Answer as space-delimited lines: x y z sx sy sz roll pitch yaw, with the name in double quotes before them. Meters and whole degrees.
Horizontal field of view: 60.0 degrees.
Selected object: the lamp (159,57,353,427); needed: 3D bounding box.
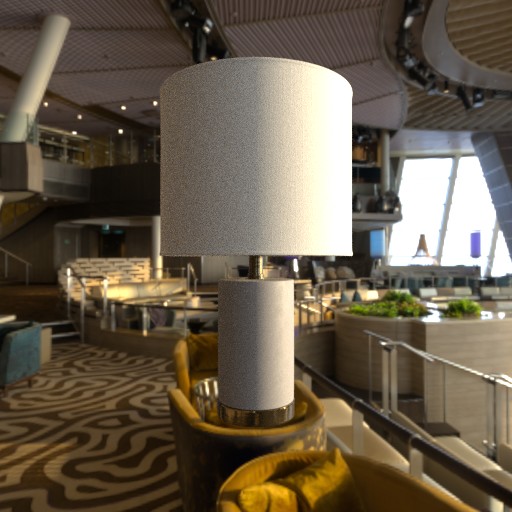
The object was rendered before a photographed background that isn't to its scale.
"lamp" 0.000 0.000 0.538 0.229 0.380 0.229 0 0 0
